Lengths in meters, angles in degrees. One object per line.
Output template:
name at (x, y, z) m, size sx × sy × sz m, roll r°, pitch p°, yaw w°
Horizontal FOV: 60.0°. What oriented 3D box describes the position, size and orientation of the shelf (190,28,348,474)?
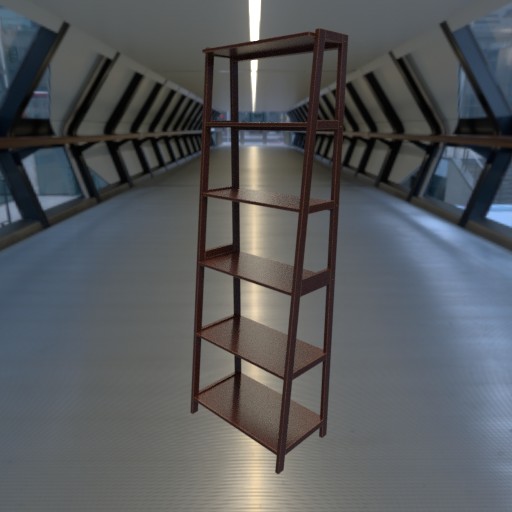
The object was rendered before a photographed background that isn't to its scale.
shelf at (0.000, 0.000, 2.125) m, size 0.660 × 1.892 × 0.381 m, roll 16°, pitch 23°, yaw 42°
